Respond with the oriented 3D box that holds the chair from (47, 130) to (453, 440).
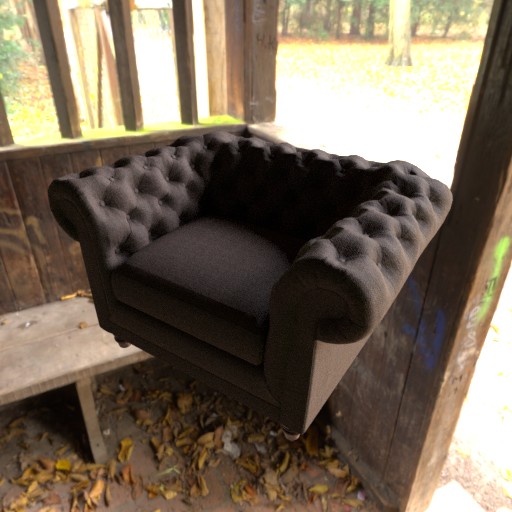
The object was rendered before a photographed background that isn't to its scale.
[{"bbox_3d":[0.000,0.000,1.823,1.298,0.780,0.945,18,35,29],"label":"chair"}]
